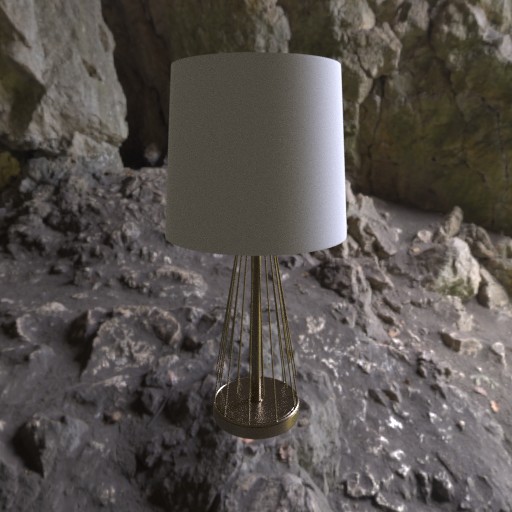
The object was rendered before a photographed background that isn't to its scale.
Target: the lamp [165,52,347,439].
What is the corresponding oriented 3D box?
[{"bbox_3d":[0.000,0.000,0.766,0.303,0.618,0.303,0,15,0],"label":"lamp"}]
